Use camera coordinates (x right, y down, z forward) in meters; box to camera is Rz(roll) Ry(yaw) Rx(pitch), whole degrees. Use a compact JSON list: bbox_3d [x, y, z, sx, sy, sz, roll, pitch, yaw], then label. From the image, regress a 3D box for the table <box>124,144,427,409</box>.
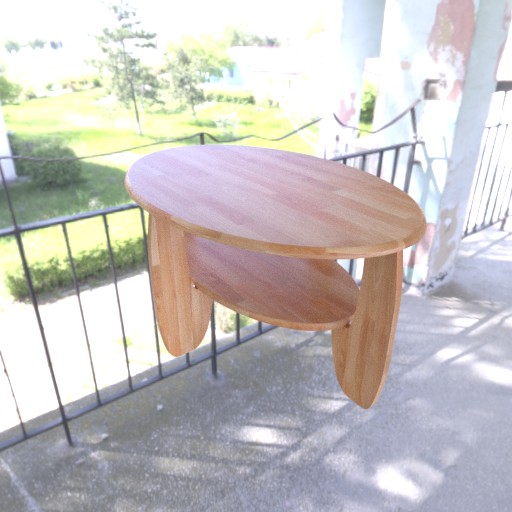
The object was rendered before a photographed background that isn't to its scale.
[{"bbox_3d":[0.000,0.000,1.380,0.690,0.490,1.040,-18,32,-32],"label":"table"}]
